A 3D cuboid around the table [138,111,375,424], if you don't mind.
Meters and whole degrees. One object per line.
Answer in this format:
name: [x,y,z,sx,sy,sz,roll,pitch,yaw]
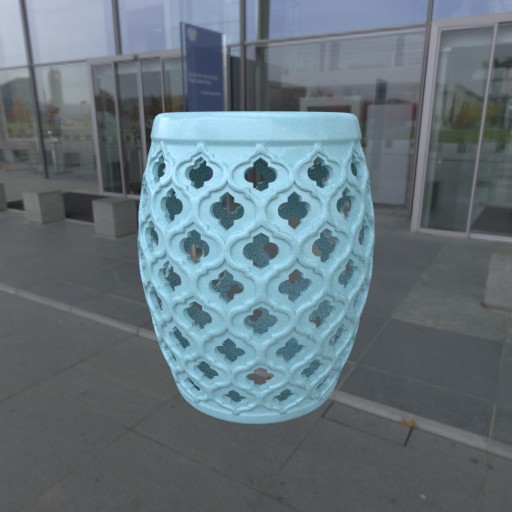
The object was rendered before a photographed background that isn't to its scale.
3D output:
table: [0.000,0.000,0.635,0.325,0.388,0.325,0,17,0]
